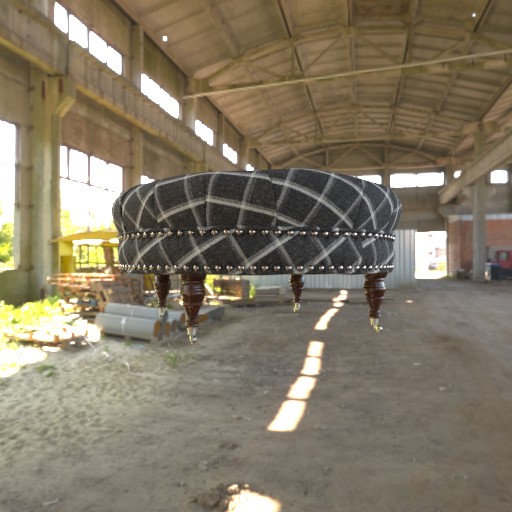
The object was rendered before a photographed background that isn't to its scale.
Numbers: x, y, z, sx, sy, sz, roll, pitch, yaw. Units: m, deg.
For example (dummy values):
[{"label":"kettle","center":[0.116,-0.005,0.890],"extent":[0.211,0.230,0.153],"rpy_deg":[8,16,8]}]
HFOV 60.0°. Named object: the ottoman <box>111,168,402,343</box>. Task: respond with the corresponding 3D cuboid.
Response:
[{"label":"ottoman","center":[0.000,0.000,1.432],"extent":[0.901,0.439,0.901],"rpy_deg":[0,-1,0]}]
